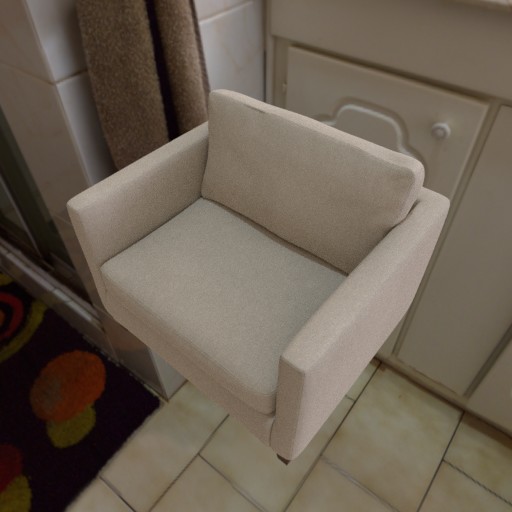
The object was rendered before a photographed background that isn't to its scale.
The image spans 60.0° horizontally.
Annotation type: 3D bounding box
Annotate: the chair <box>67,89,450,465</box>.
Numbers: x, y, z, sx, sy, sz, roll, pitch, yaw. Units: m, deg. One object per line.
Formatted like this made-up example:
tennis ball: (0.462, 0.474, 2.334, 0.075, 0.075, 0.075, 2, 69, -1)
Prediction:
chair: (0.000, 0.000, 1.790, 1.107, 0.961, 0.959, 31, 53, 26)
